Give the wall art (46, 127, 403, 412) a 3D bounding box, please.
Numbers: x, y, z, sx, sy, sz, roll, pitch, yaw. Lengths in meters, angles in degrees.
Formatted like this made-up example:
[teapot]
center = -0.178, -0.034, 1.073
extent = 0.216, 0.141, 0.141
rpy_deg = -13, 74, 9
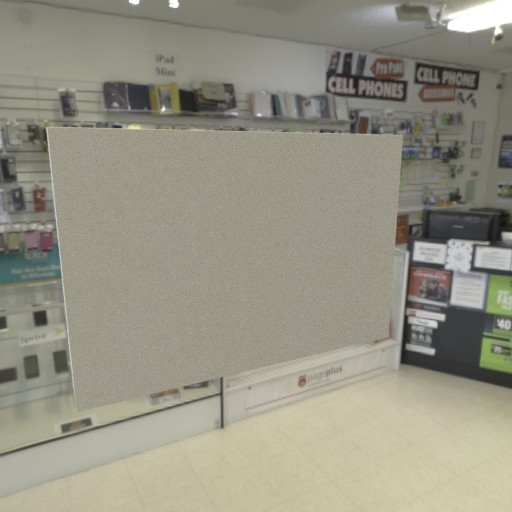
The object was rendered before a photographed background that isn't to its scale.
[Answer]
[wall art]
center = 0.000, 0.000, 1.114
extent = 0.898, 0.601, 0.038
rpy_deg = -7, 15, -26
